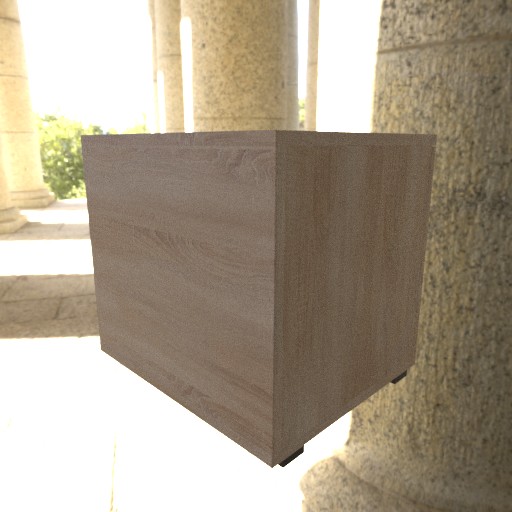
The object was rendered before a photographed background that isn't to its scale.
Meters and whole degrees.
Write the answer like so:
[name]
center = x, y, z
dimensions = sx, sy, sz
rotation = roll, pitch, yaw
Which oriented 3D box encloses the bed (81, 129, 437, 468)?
[bed]
center = 0.000, 0.000, 0.797
dimensions = 0.401, 0.420, 0.460
rotation = -14, 20, -43
